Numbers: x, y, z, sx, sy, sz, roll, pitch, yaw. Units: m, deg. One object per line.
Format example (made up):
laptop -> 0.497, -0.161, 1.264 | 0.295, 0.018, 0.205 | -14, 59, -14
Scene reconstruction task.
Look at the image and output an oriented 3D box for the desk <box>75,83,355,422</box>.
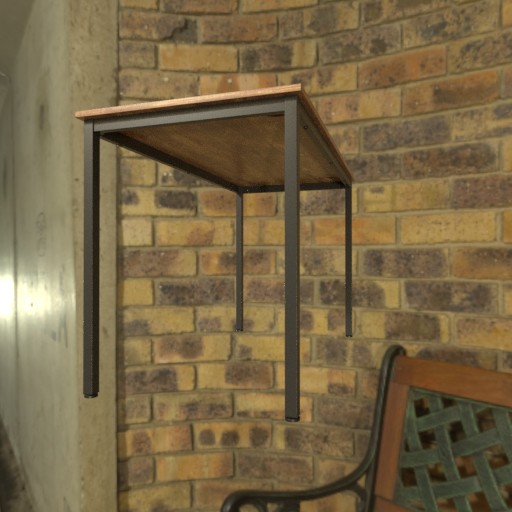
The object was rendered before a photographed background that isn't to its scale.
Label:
desk -> 0.000, 0.000, 1.628 | 0.600, 0.749, 1.200 | 0, 0, 18
